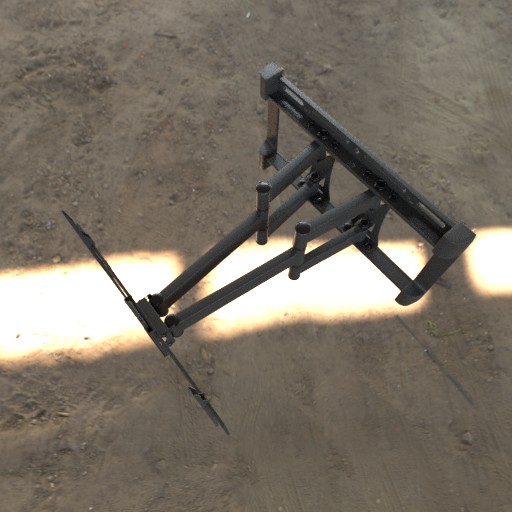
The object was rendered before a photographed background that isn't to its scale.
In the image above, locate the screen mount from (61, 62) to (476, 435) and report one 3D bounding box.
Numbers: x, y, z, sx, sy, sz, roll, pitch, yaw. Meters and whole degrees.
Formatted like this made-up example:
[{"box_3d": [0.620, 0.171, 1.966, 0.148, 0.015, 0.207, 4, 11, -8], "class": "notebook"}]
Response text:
[{"box_3d": [0.000, 0.000, 0.965, 0.556, 0.424, 0.571, -36, 69, -16], "class": "screen mount"}]
